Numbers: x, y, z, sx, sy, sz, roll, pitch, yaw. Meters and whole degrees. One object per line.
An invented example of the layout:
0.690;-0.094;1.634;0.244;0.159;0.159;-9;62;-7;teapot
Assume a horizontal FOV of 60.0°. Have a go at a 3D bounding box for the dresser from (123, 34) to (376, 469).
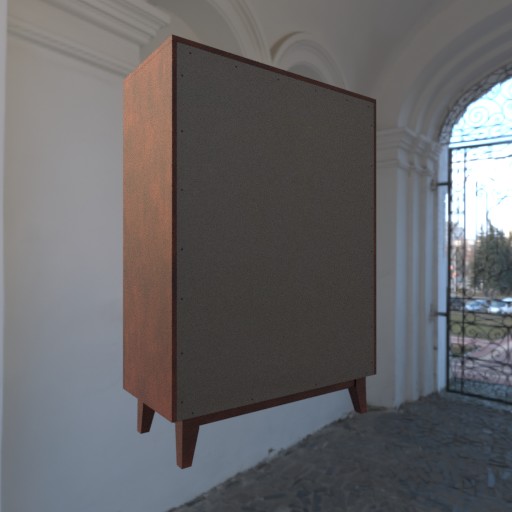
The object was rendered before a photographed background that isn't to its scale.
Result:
0.000;0.000;2.032;1.072;1.514;0.506;0;0;-36;dresser
